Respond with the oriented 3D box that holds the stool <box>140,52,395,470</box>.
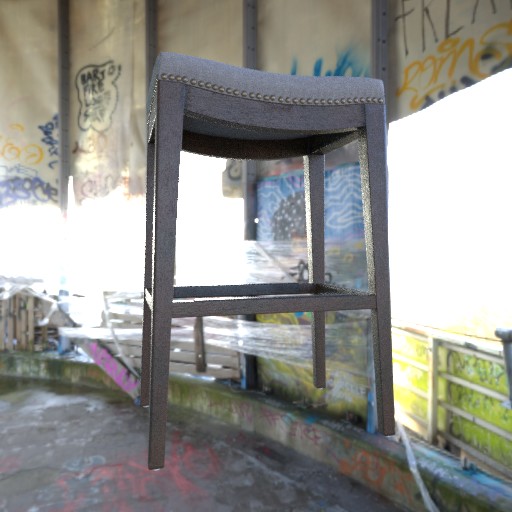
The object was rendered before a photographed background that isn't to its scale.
[{"bbox_3d":[0.000,0.000,1.023,0.508,0.762,0.356,0,1,-17],"label":"stool"}]
